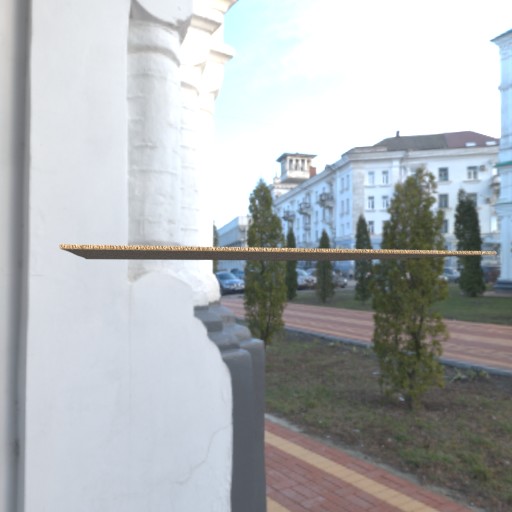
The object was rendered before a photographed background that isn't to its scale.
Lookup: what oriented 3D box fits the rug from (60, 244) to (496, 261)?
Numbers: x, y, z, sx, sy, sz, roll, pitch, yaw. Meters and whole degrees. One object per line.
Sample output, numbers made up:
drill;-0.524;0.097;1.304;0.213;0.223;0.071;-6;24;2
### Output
rug;0.000;0.000;3.990;3.000;0.026;2.400;1;-2;-18
